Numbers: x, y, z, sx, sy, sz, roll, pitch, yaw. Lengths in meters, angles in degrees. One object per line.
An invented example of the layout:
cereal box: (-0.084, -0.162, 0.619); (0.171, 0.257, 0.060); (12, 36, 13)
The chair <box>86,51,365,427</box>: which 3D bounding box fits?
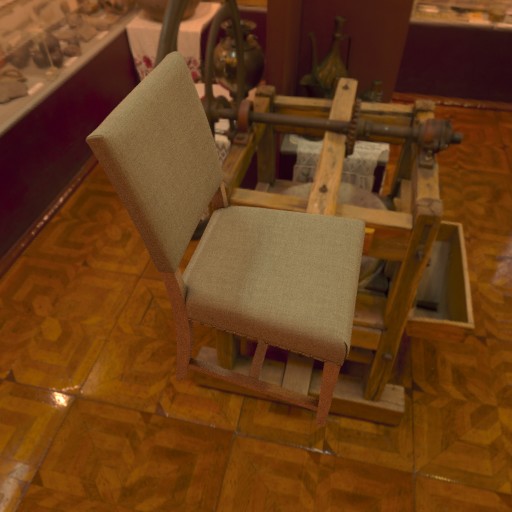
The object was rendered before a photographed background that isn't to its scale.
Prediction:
chair: (0.000, 0.000, 1.334); (0.622, 0.986, 0.508); (11, 47, 10)
